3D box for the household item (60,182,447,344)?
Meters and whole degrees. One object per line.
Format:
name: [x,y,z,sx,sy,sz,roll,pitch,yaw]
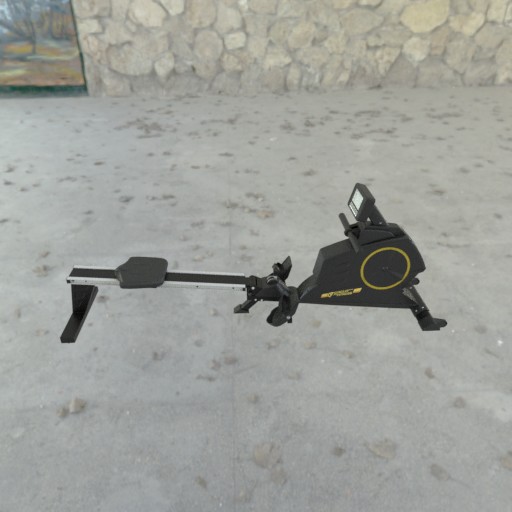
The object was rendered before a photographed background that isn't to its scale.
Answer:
household item: [0.000,0.000,2.602,2.251,0.810,0.521,-1,30,-2]
